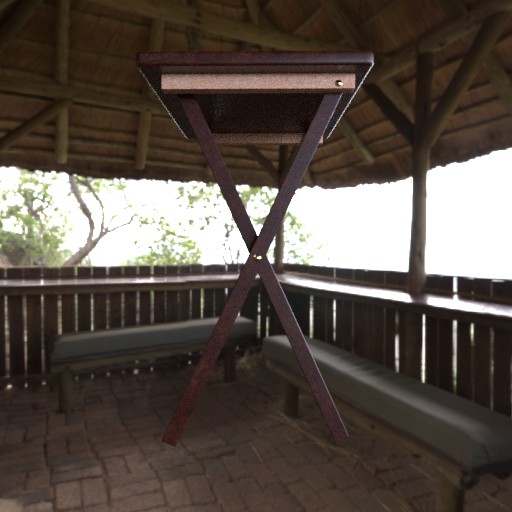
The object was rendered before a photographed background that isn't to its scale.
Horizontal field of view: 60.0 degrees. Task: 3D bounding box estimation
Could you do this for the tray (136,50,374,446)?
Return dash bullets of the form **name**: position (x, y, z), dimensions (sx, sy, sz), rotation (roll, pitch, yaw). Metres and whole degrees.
- **tray**: position (0.000, 0.000, 0.949), dimensions (0.381, 0.660, 0.483), rotation (0, 1, 1)
